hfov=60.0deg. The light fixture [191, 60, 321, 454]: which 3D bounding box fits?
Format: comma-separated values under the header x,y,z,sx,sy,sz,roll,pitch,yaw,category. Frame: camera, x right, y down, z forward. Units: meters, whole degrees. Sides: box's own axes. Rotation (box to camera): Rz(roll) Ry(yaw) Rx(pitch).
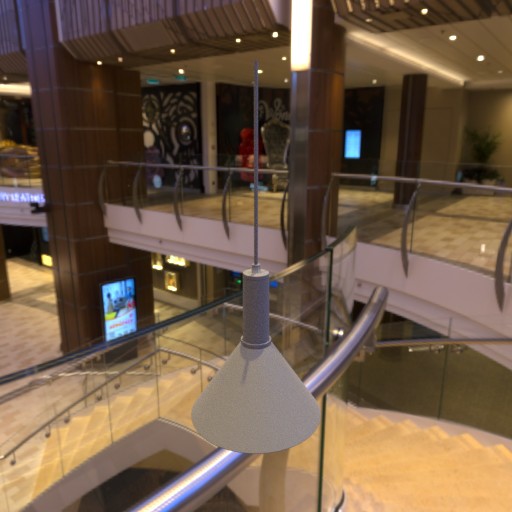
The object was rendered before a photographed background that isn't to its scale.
x,y,z,sx,sy,sz,roll,pitch,yaw,category
0.000,0.000,0.837,0.267,0.683,0.267,-2,15,-9,light fixture
